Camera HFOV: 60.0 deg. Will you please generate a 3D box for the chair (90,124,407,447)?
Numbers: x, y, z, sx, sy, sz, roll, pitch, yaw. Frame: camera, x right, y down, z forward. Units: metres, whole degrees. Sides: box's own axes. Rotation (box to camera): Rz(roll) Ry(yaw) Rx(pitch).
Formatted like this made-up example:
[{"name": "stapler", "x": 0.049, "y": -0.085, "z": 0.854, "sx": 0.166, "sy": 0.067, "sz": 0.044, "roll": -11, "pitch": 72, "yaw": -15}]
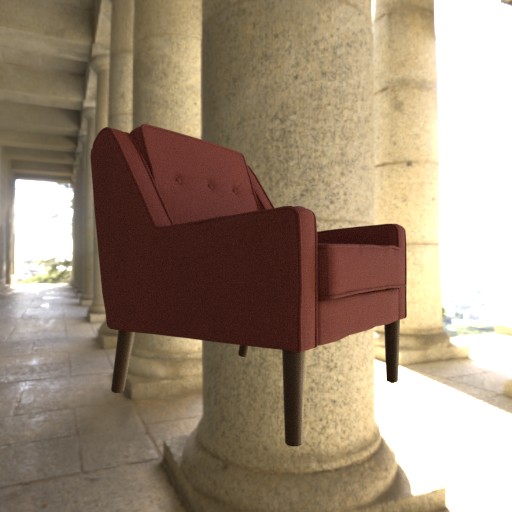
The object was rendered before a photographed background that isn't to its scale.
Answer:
[{"name": "chair", "x": 0.000, "y": 0.000, "z": 1.371, "sx": 0.770, "sy": 0.812, "sz": 0.680, "roll": 0, "pitch": 0, "yaw": 37}]
